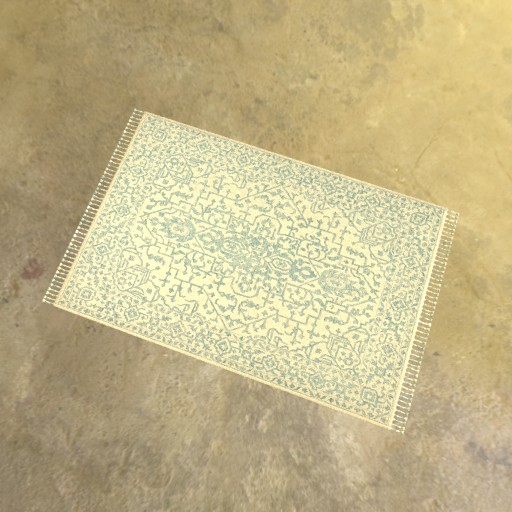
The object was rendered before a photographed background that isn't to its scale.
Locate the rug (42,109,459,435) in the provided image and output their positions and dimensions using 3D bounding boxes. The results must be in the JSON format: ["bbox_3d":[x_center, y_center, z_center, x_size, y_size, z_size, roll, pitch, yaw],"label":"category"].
[{"bbox_3d":[0.000,0.000,2.983,2.438,0.010,1.524,19,76,5],"label":"rug"}]
